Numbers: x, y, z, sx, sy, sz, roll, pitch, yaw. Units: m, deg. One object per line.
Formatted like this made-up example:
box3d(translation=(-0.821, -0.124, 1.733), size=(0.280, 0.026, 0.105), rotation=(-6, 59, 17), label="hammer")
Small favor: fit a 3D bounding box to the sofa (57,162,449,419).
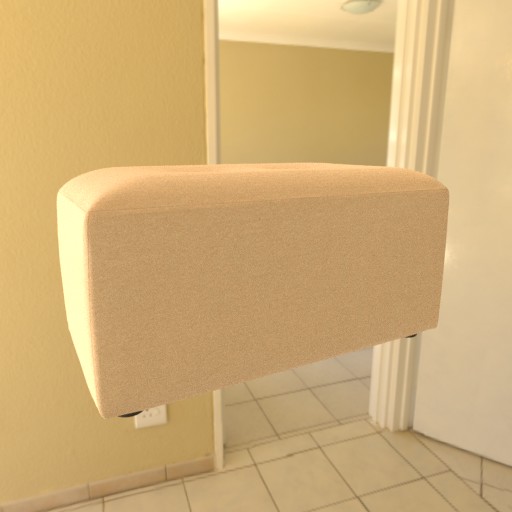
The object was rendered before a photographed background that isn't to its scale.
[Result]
box3d(translation=(0.000, 0.000, 1.184), size=(0.930, 0.470, 0.480), rotation=(-8, 16, -28), label="sofa")
